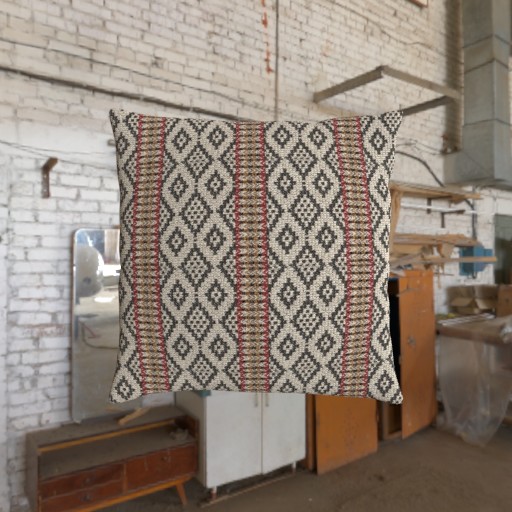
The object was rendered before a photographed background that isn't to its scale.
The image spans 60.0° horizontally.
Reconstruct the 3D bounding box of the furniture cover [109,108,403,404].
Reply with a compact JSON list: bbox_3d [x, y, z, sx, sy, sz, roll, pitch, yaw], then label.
[{"bbox_3d":[0.000,0.000,0.763,0.503,0.506,0.182,0,0,0],"label":"furniture cover"}]
